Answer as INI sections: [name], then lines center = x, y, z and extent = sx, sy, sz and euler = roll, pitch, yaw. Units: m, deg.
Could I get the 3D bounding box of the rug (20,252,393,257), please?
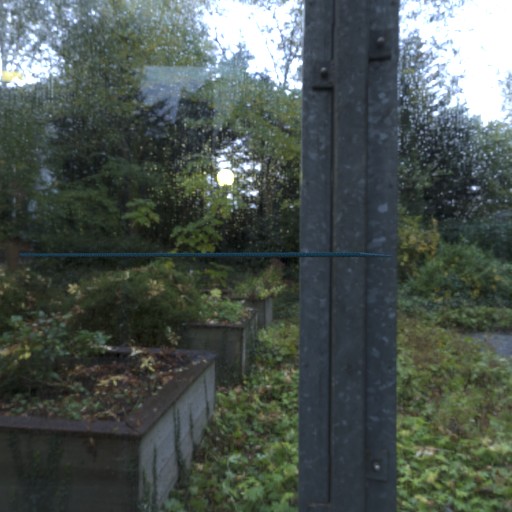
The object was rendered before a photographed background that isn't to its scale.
[rug]
center = 0.000, 0.000, 2.880
extent = 1.594, 0.013, 2.213
euler = 0, 0, 20
